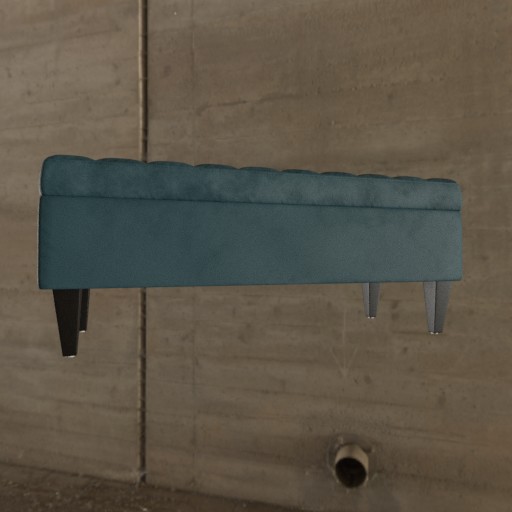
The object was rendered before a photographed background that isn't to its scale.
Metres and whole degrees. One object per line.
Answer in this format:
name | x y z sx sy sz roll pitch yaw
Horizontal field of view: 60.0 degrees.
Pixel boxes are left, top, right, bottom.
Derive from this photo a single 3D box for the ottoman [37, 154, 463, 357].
ottoman | 0.000 0.000 1.358 1.151 0.469 0.482 0 0 -17
